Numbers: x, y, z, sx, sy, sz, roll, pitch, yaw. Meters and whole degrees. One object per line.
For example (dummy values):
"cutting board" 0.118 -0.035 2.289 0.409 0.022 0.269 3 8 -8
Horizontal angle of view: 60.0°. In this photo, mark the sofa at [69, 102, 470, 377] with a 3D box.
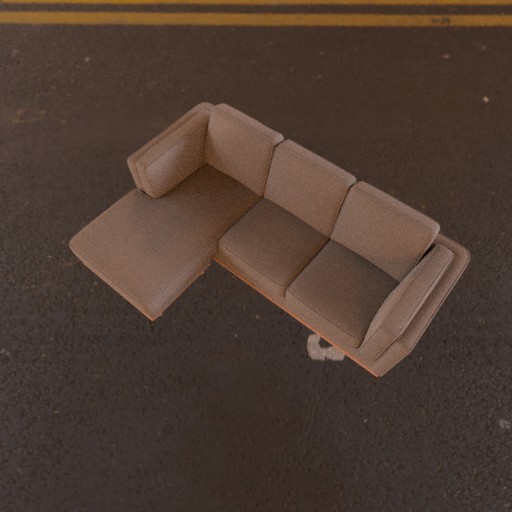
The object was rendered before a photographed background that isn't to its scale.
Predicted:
"sofa" 0.000 0.000 3.200 2.411 0.929 1.604 35 64 19
